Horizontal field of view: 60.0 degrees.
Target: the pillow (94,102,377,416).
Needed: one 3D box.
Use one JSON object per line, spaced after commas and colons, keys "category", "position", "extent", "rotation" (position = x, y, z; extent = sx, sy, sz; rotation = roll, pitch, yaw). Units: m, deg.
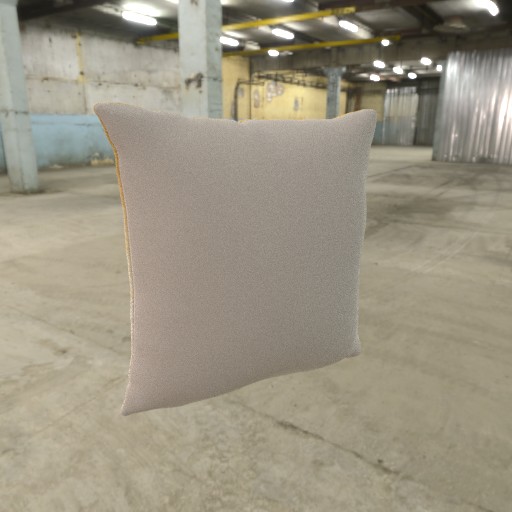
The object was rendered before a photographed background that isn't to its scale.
{"category": "pillow", "position": [0.000, 0.000, 0.699], "extent": [0.450, 0.450, 0.211], "rotation": [-8, 17, -26]}
